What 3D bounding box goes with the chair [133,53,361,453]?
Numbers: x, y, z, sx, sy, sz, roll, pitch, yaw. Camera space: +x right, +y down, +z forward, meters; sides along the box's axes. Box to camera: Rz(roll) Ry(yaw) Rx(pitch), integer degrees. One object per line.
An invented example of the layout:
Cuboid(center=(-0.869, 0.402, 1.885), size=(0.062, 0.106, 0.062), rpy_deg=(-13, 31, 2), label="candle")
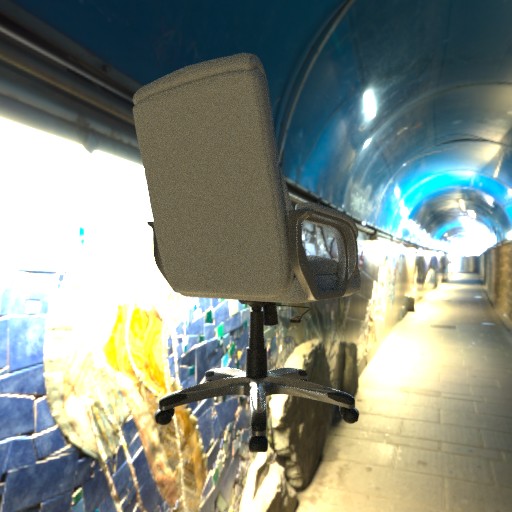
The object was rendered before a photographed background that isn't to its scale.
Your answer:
Cuboid(center=(0.000, 0.000, 1.589), size=(0.687, 1.120, 0.738), rpy_deg=(-1, -1, 35), label="chair")
